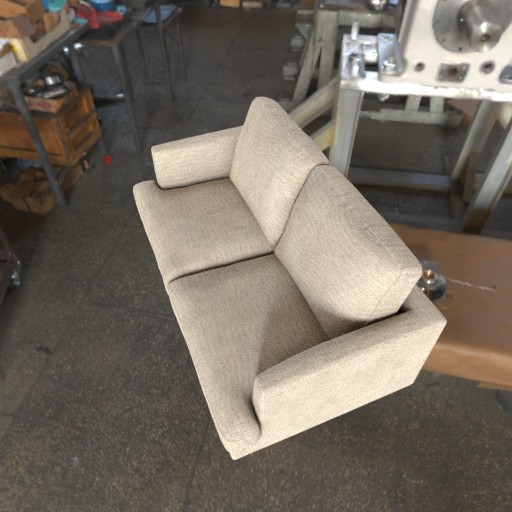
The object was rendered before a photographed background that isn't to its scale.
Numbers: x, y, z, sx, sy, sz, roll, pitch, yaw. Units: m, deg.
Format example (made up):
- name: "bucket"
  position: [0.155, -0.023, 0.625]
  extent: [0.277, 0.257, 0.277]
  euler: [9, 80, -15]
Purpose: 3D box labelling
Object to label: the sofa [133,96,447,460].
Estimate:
- name: "sofa"
  position: [0.000, 0.000, 2.157]
  extent: [0.903, 0.944, 1.582]
  euler: [-17, 50, -15]
